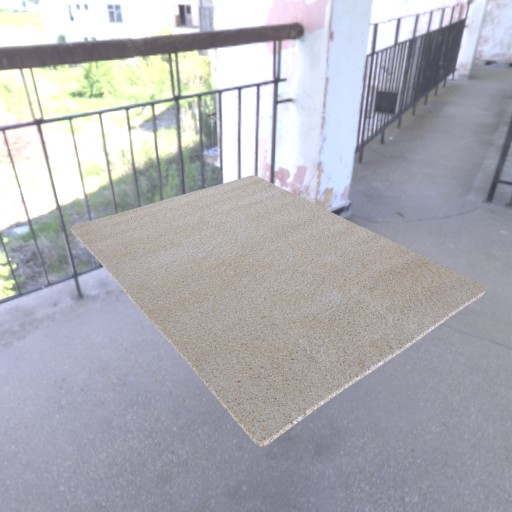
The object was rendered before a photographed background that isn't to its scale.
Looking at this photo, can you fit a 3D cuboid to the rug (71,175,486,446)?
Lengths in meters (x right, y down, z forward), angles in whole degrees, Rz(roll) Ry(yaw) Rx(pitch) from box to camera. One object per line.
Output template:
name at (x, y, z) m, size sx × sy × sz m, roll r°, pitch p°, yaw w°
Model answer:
rug at (0.000, 0.000, 2.061) m, size 1.199 × 0.025 × 1.600 m, roll -22°, pitch 38°, yaw -31°
